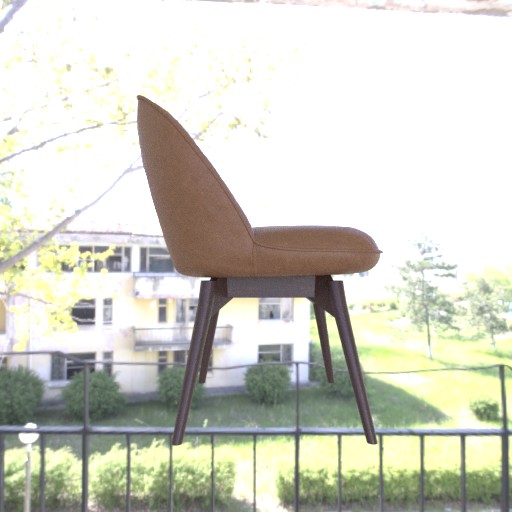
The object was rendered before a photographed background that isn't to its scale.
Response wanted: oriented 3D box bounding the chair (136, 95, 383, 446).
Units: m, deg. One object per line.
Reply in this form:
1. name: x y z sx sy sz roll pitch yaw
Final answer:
1. chair: 0.000 0.000 1.230 0.631 0.831 0.521 0 -1 -1
